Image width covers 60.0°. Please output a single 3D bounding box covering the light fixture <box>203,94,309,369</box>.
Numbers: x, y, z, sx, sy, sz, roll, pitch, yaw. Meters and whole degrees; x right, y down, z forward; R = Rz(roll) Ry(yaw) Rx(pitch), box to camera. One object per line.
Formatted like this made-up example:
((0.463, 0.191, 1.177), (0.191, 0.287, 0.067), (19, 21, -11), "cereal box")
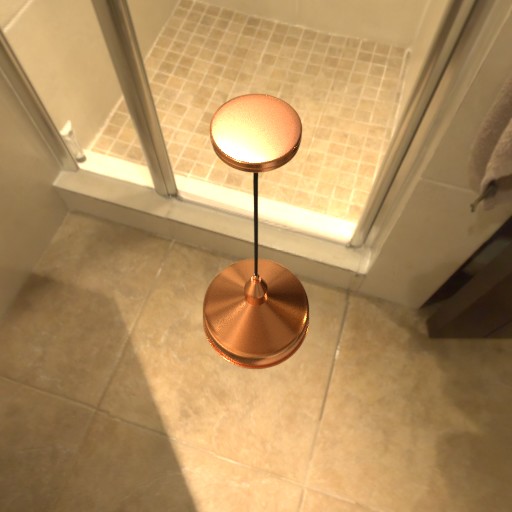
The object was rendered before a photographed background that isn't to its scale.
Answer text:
((0.000, 0.000, 0.924), (0.301, 0.754, 0.301), (-17, 64, -9), "light fixture")
